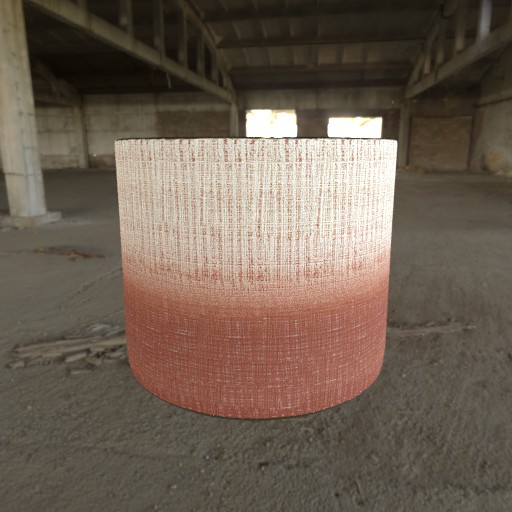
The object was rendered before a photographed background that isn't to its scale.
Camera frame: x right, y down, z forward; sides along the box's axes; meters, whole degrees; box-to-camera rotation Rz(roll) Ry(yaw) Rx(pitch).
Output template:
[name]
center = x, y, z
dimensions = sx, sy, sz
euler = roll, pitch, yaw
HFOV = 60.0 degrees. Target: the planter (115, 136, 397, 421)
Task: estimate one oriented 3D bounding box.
[planter]
center = 0.000, 0.000, 0.434
dimensions = 0.254, 0.221, 0.254
euler = 0, 14, 0
